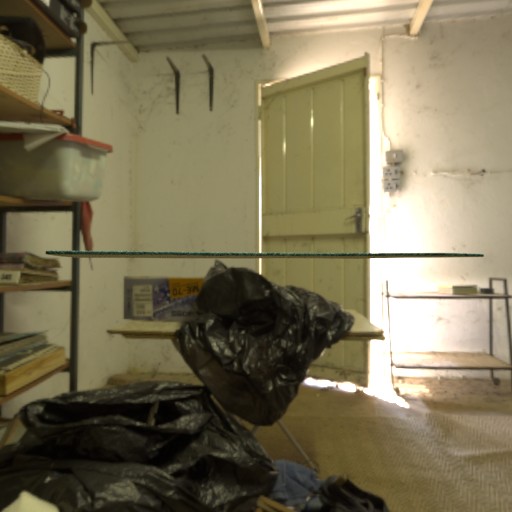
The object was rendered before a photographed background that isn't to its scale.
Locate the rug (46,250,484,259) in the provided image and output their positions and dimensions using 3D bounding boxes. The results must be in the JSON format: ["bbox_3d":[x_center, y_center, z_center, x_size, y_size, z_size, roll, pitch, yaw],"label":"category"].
[{"bbox_3d":[0.000,0.000,2.196,1.728,0.017,1.136,0,-1,-16],"label":"rug"}]
